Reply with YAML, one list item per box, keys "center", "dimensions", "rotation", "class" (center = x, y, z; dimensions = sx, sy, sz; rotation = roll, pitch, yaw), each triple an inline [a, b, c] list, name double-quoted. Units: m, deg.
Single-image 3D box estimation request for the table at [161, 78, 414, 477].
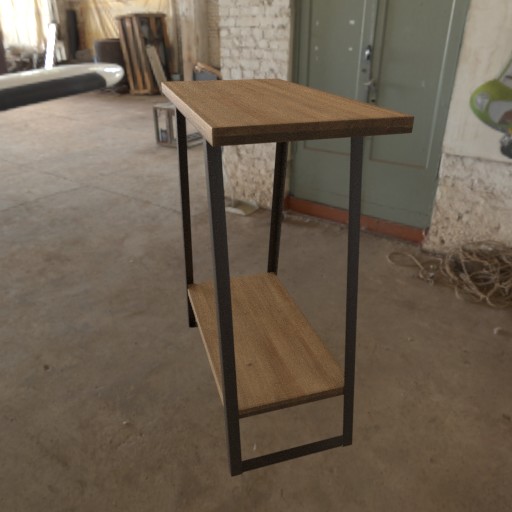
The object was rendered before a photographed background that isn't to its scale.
- center: [0.000, 0.000, 1.016]
  dimensions: [0.300, 0.701, 0.599]
  rotation: [-8, 28, -15]
  class: "table"
